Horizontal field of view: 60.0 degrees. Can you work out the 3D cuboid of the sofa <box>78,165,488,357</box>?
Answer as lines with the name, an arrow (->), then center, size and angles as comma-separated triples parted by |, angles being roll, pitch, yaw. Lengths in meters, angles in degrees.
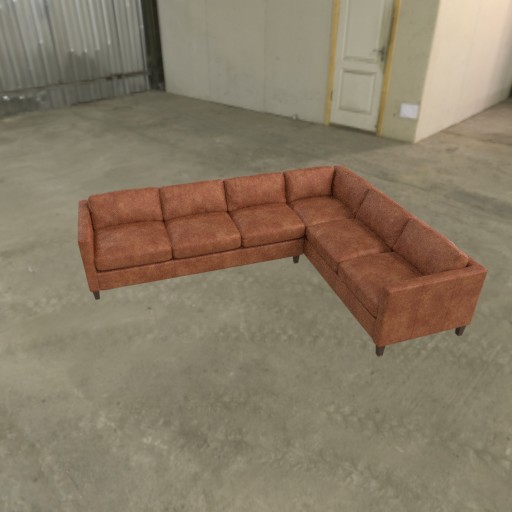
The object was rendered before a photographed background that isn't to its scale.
sofa -> 0.000, 0.000, 4.260 | 3.167, 0.838, 2.438 | -10, 33, -15
